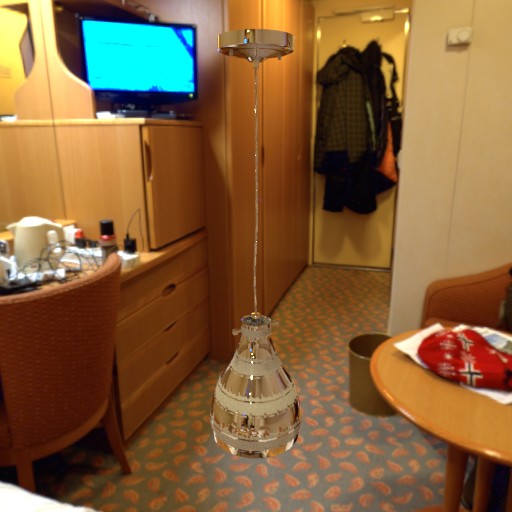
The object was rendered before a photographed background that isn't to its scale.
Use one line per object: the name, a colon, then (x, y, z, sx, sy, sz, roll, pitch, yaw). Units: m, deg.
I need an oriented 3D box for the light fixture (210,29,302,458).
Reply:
light fixture: (0.000, 0.000, 1.620, 0.374, 1.457, 0.374, -8, 17, -27)
